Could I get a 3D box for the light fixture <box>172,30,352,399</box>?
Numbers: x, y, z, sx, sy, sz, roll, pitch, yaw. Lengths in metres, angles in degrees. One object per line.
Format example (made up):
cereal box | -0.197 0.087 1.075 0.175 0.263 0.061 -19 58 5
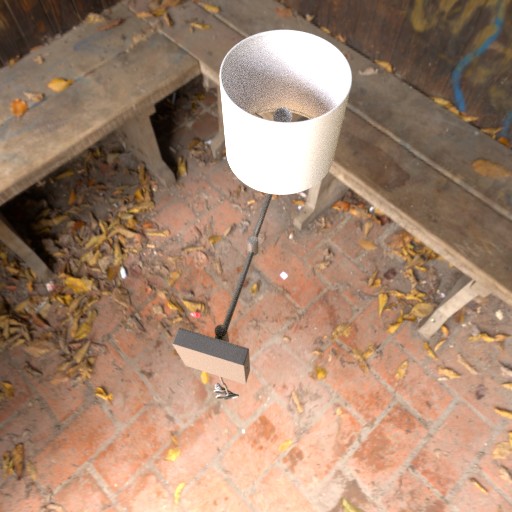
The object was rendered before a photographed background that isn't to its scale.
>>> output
light fixture | 0.000 0.000 0.904 0.203 0.651 0.516 15 64 8
